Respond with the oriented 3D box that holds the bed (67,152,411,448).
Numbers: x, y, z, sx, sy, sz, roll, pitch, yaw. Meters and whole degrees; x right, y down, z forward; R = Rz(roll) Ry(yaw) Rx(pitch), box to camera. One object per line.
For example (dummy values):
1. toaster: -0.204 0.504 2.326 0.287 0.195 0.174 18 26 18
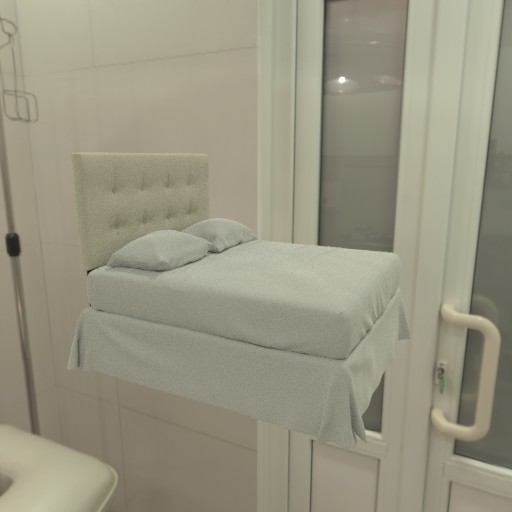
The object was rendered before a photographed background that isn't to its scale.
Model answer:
1. bed: 0.000 0.000 3.474 2.222 1.577 1.936 6 14 26
